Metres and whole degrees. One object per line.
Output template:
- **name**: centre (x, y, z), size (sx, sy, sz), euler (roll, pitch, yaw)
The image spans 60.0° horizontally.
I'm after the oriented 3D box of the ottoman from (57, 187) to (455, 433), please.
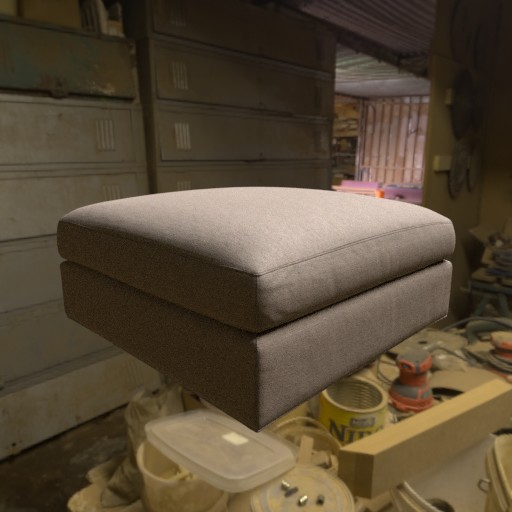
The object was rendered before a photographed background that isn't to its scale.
- **ottoman**: centre (0.000, 0.000, 1.609), size (1.041, 0.470, 1.041), euler (13, 18, 43)
